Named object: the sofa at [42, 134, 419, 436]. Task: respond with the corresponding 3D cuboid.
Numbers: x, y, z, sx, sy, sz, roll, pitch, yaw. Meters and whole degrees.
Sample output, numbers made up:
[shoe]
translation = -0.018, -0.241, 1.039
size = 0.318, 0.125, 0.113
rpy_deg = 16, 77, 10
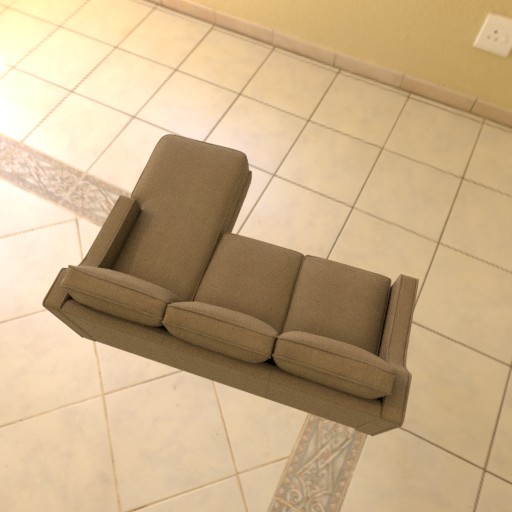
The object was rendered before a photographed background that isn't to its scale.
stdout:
[sofa]
translation = 0.000, 0.000, 3.332
size = 2.317, 1.081, 1.858
rpy_deg = 16, 64, 8
